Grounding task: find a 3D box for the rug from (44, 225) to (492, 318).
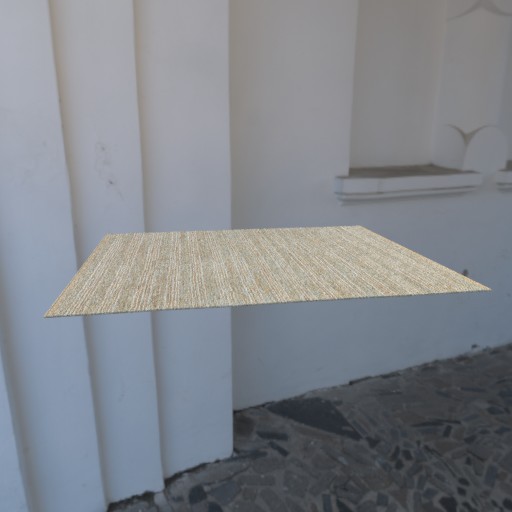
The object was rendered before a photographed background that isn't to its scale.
[{"bbox_3d":[0.000,0.000,4.110,3.034,0.012,2.471,-2,15,-9],"label":"rug"}]
